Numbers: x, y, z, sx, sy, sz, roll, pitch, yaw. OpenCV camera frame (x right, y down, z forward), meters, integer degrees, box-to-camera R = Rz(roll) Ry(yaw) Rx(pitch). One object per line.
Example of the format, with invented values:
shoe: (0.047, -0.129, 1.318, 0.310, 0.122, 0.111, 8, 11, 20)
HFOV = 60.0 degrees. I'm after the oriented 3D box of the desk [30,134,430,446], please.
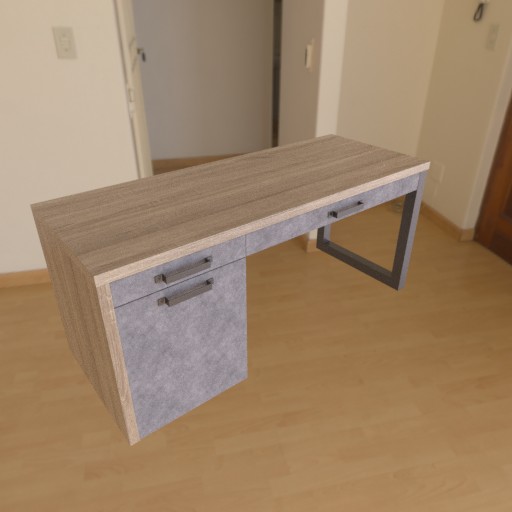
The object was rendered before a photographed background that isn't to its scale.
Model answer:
desk: (0.000, 0.000, 2.140, 1.700, 0.760, 0.690, -22, 36, -33)
